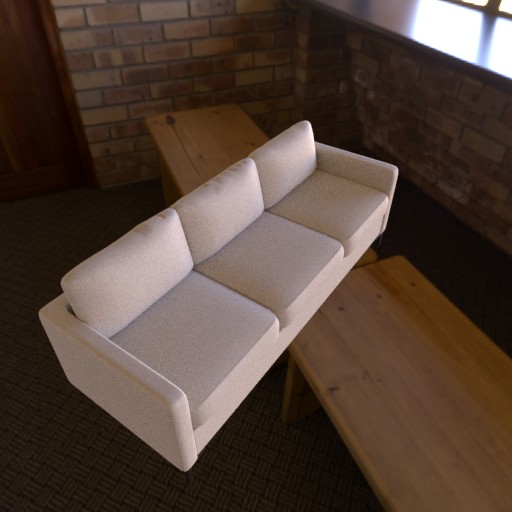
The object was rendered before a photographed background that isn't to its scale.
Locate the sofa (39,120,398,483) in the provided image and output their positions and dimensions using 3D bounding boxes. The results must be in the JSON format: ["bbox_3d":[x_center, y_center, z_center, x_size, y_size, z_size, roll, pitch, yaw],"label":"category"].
[{"bbox_3d":[0.000,0.000,2.628,0.859,0.874,2.218,25,46,26],"label":"sofa"}]
